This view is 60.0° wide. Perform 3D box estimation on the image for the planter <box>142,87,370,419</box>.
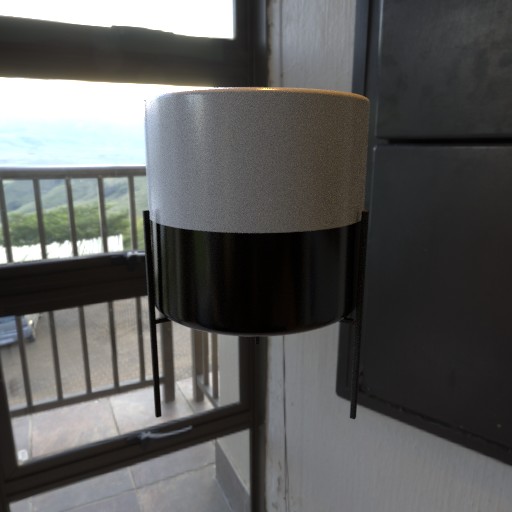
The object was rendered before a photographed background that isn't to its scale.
[{"bbox_3d":[0.000,0.000,0.648,0.310,0.432,0.310,-13,19,-42],"label":"planter"}]
